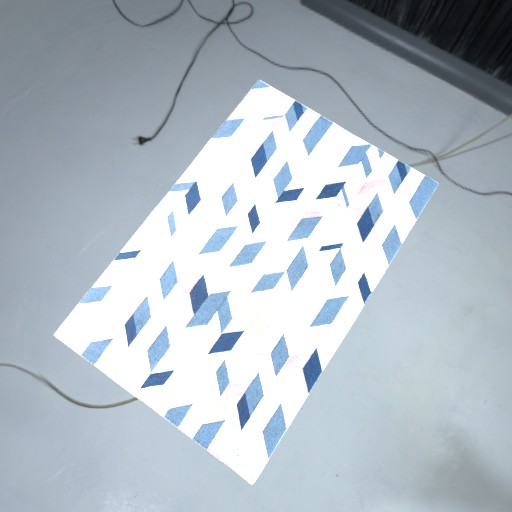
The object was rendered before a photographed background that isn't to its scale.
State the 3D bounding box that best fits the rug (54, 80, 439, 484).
[{"bbox_3d":[0.000,0.000,2.315,1.202,0.006,1.813,33,77,9],"label":"rug"}]
